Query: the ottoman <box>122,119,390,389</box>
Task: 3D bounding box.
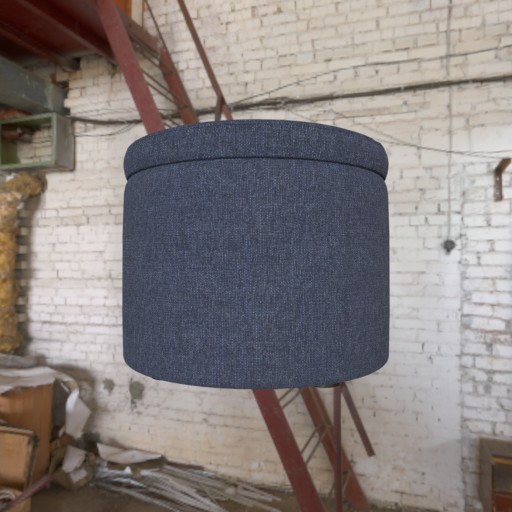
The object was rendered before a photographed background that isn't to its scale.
[{"bbox_3d":[0.000,0.000,0.901,0.520,0.430,0.520,0,-1,0],"label":"ottoman"}]
